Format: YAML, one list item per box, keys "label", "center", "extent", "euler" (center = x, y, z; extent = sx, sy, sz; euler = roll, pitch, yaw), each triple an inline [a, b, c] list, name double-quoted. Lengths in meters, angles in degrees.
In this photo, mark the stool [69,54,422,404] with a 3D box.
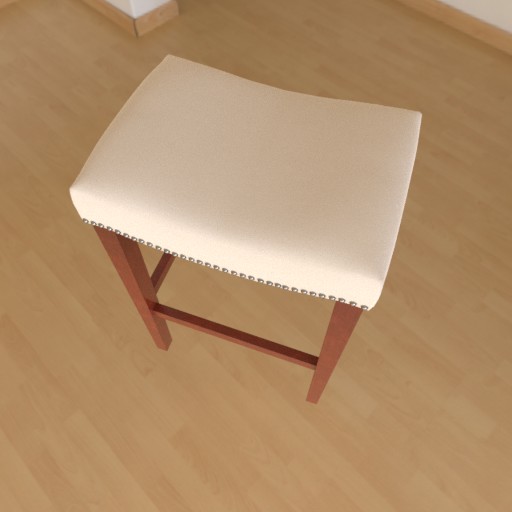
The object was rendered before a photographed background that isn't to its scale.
- label: "stool"
  center: [0.000, 0.000, 1.021]
  extent: [0.504, 0.742, 0.372]
  euler: [17, 60, 10]
